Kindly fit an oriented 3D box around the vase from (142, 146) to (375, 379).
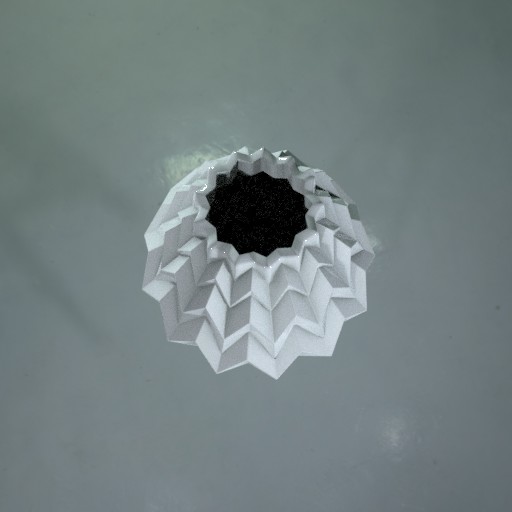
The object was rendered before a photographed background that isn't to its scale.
[{"bbox_3d":[0.000,0.000,0.302,0.164,0.185,0.164,0,75,0],"label":"vase"}]
